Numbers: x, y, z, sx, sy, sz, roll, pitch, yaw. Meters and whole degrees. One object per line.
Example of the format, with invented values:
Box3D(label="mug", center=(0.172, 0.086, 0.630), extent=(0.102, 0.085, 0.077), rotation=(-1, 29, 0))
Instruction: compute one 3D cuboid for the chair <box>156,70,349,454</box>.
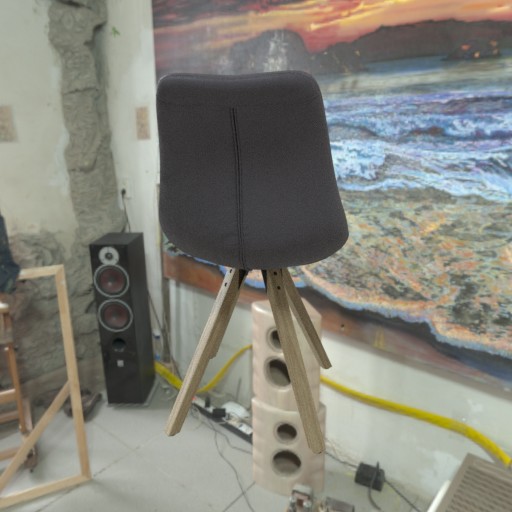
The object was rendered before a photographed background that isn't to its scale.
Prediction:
Box3D(label="chair", center=(0.000, 0.000, 1.197), extent=(0.483, 0.865, 0.547), rotation=(3, 16, 10))
